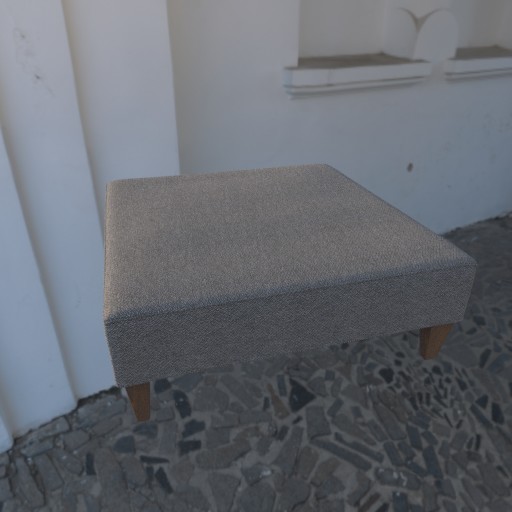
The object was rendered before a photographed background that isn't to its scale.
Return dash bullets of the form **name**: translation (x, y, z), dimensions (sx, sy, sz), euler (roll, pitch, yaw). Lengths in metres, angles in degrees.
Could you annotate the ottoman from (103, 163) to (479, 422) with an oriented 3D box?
- **ottoman**: translation (0.000, 0.000, 1.537), dimensions (0.970, 0.378, 0.981), euler (-8, 29, -14)
